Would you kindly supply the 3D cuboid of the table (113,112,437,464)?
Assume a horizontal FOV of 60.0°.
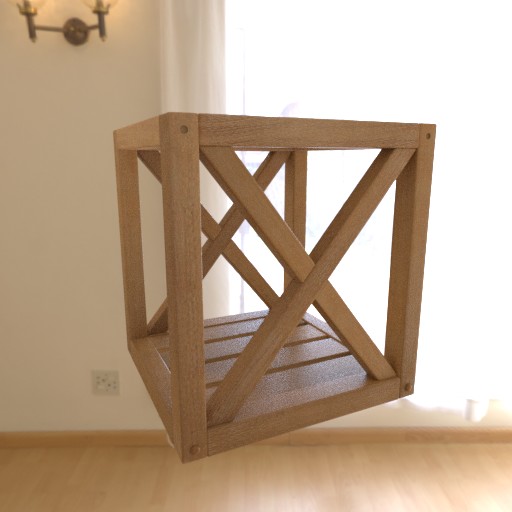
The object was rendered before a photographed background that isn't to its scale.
[{"bbox_3d":[0.000,0.000,1.090,0.559,0.610,0.558,-6,14,-25],"label":"table"}]
